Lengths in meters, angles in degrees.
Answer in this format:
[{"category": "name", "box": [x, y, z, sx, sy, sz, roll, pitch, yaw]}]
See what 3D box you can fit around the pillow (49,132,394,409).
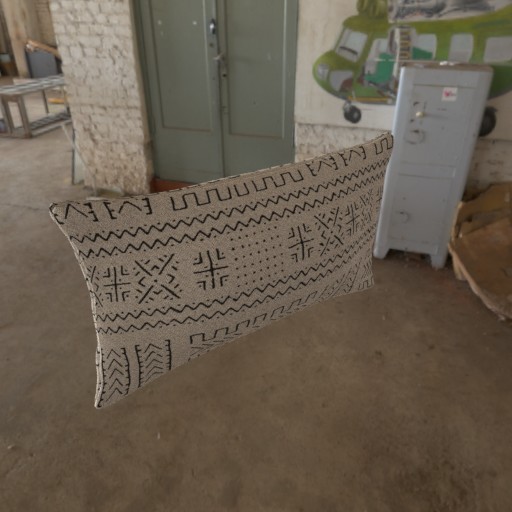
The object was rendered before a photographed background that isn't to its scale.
[{"category": "pillow", "box": [0.000, 0.000, 0.786, 0.637, 0.352, 0.188, -19, 35, -30]}]
